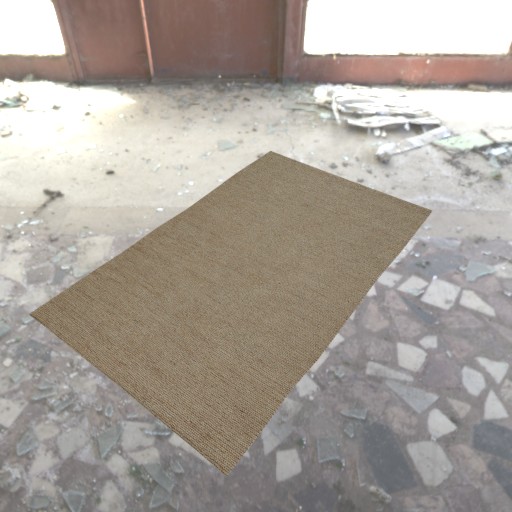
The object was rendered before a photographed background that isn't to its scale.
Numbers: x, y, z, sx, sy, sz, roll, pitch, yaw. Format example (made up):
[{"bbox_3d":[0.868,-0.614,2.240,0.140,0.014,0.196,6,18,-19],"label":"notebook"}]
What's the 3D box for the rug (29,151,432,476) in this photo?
[{"bbox_3d":[0.000,0.000,2.998,1.533,0.011,2.439,27,49,27],"label":"rug"}]
